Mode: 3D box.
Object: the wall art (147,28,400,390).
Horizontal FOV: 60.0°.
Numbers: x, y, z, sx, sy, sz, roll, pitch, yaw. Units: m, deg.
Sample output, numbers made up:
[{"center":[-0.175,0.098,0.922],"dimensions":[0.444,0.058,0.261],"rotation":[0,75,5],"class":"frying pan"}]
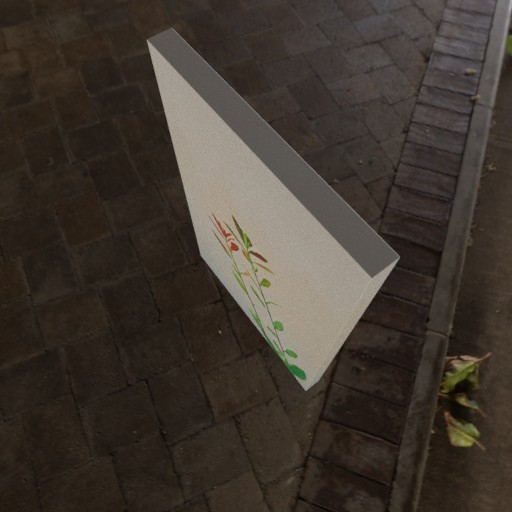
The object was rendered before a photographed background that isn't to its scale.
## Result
[{"center":[0.000,0.000,0.762],"dimensions":[0.038,0.611,0.408],"rotation":[-34,68,-15],"class":"wall art"}]
